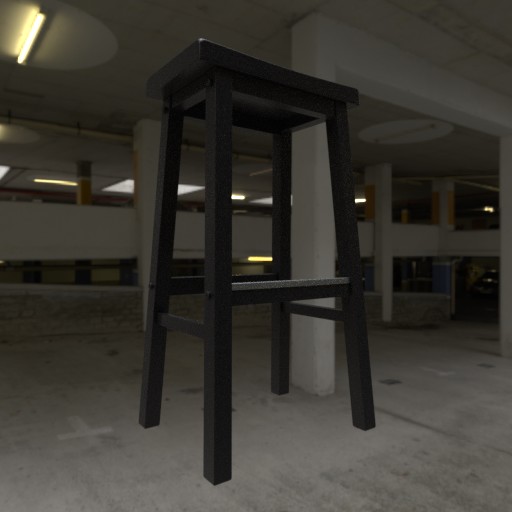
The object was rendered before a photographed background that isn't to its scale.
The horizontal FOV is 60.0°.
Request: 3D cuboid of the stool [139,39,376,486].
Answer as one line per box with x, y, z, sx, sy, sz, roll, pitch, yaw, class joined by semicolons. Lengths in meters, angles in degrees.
0.000;0.000;0.962;0.406;0.742;0.322;0;1;-36;stool
